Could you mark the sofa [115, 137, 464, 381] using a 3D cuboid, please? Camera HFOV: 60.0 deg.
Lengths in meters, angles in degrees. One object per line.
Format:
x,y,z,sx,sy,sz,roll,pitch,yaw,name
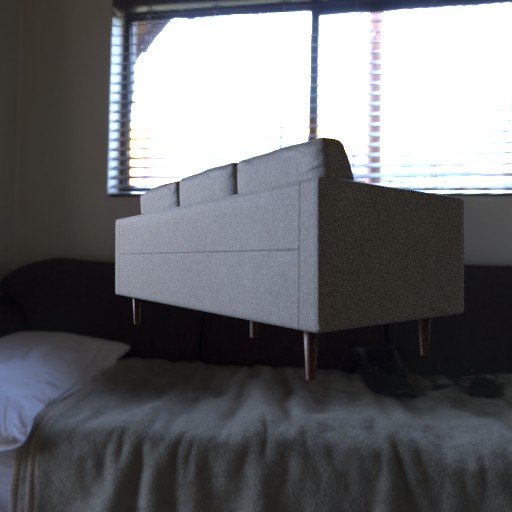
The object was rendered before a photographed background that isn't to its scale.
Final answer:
0.000,0.000,2.508,0.944,0.918,1.983,0,0,-36,sofa
